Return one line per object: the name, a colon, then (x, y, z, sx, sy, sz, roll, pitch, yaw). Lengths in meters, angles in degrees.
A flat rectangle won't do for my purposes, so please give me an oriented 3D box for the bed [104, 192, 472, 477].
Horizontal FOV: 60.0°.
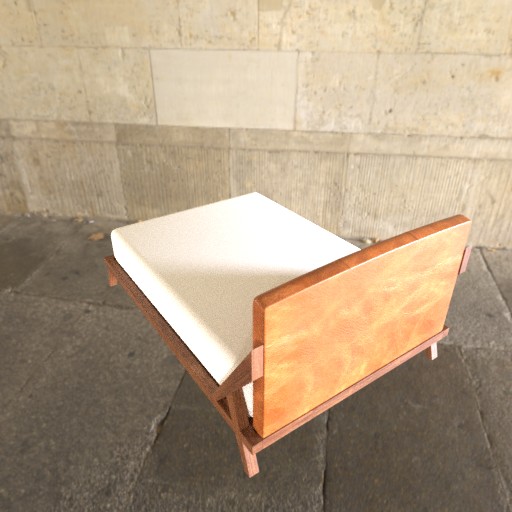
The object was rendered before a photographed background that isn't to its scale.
bed: (0.000, 0.000, 3.327, 1.651, 1.168, 2.311, -19, 35, -30)
